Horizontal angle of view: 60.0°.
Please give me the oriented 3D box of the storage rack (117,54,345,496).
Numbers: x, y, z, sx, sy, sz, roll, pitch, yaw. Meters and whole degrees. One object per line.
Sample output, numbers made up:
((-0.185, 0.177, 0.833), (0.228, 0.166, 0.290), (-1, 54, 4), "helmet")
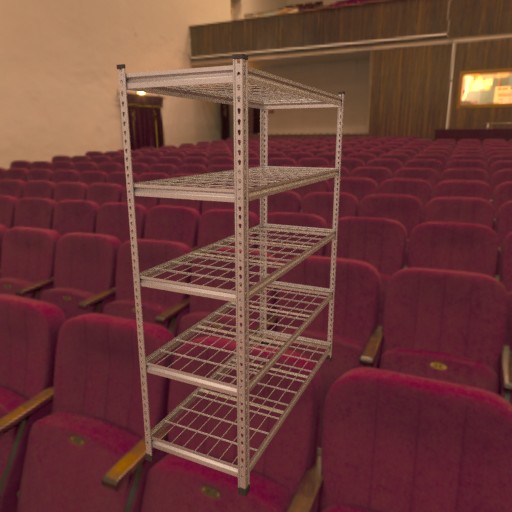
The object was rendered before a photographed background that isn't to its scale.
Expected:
((0.000, 0.000, 2.684), (0.610, 1.981, 1.524), (7, 16, 24), "storage rack")
